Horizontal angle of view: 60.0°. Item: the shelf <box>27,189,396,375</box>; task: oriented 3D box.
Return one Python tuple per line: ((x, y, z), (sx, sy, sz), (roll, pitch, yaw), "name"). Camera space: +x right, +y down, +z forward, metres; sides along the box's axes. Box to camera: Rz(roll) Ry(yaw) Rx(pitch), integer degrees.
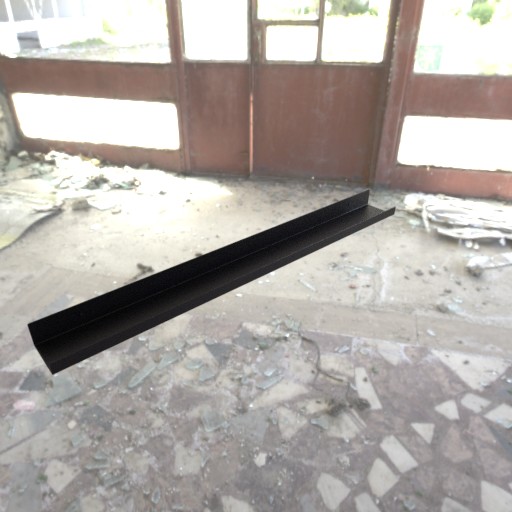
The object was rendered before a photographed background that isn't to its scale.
((0.000, 0.000, 0.978), (0.924, 0.049, 0.092), (-23, 38, -34), "shelf")
